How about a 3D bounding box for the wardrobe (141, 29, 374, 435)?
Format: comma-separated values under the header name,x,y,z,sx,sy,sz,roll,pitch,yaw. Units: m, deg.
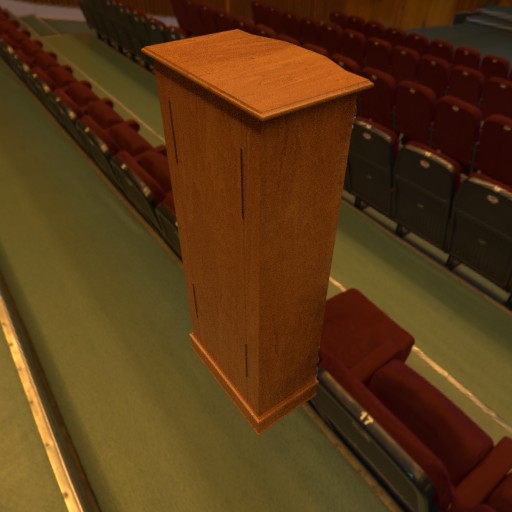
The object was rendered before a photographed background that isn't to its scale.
name,x,y,z,sx,sy,sz,roll,pitch,yaw
wardrobe,0.000,0.000,1.133,0.273,0.959,0.406,-25,47,-26
